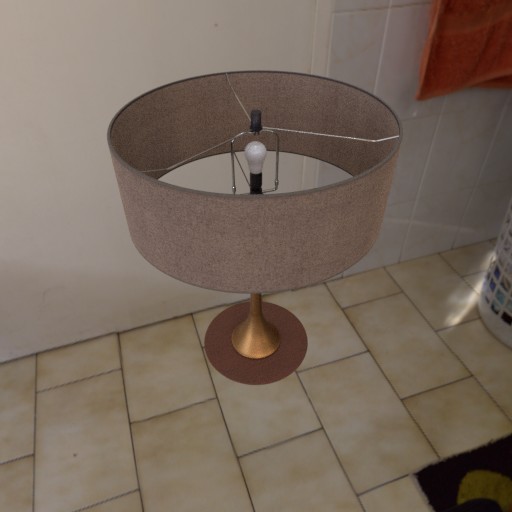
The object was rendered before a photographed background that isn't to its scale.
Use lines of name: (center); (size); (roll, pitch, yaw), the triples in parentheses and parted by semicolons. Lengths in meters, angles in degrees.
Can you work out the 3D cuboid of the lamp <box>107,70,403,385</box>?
lamp: (0.000, 0.000, 0.815); (0.417, 0.551, 0.396); (-11, 43, -13)
